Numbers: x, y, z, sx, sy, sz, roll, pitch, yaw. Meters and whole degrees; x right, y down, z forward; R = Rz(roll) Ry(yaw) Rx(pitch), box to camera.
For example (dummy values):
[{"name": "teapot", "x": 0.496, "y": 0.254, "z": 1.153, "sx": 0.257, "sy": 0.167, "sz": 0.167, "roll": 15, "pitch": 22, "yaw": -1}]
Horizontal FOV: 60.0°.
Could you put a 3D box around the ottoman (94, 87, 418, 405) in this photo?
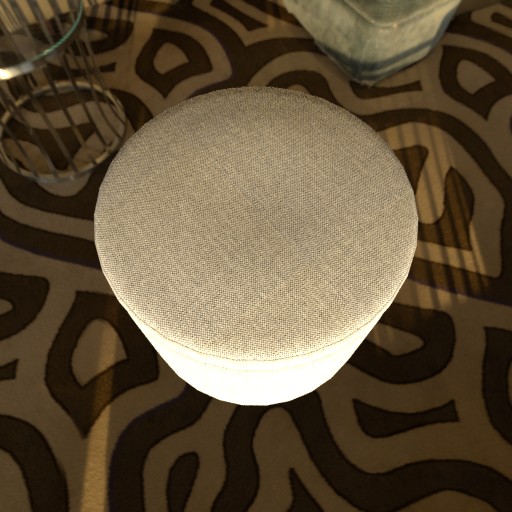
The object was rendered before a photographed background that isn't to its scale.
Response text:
[{"name": "ottoman", "x": 0.000, "y": 0.000, "z": 0.852, "sx": 0.500, "sy": 0.419, "sz": 0.500, "roll": 0, "pitch": 63, "yaw": 0}]
